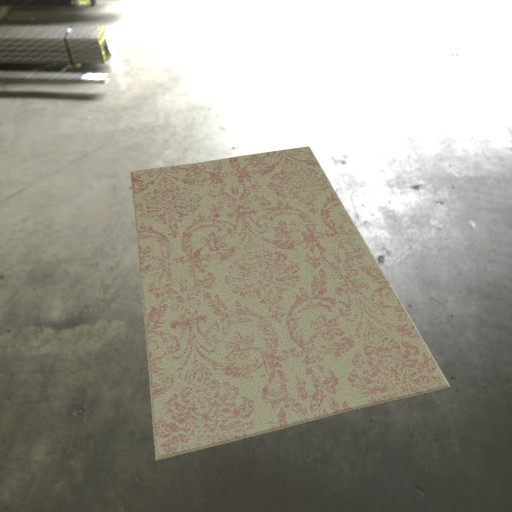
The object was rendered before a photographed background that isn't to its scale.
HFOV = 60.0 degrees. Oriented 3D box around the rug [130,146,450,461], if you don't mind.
[{"bbox_3d":[0.000,0.000,2.351,1.219,0.012,1.839,-10,48,-9],"label":"rug"}]
